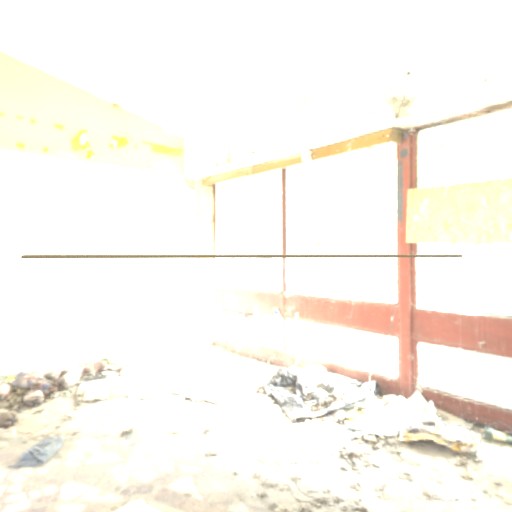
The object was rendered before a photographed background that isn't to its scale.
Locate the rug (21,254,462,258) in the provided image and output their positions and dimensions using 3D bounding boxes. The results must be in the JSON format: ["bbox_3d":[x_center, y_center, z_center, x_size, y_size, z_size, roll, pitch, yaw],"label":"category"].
[{"bbox_3d":[0.000,0.000,2.516,2.276,0.014,0.678,0,0,-18],"label":"rug"}]
